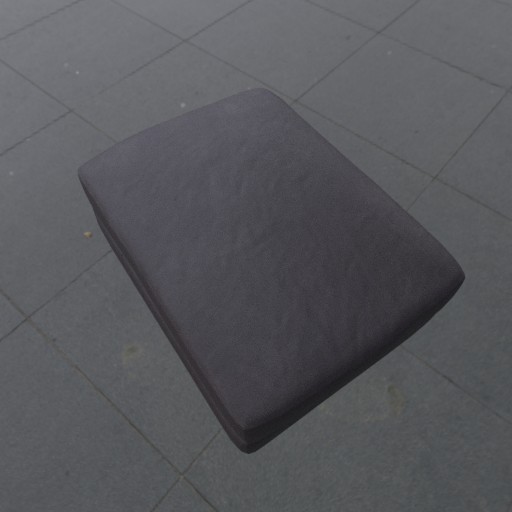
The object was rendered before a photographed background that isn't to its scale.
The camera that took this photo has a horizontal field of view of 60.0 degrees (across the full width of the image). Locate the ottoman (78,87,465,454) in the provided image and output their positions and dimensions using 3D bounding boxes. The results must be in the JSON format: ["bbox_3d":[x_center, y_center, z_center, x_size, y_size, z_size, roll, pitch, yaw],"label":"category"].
[{"bbox_3d":[0.000,0.000,1.276,0.659,0.529,0.887,-30,62,-18],"label":"ottoman"}]
